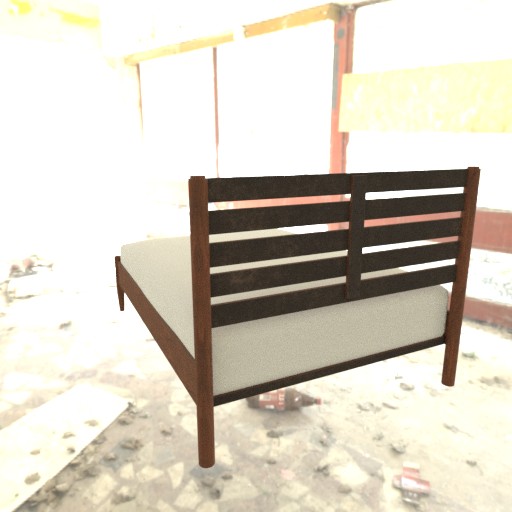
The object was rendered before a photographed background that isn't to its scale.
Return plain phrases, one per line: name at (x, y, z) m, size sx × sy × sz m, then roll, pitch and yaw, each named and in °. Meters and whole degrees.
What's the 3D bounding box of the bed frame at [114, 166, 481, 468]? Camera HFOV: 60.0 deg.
bed frame at (0.000, 0.000, 3.178) m, size 1.655 × 1.321 × 2.234 m, roll -7°, pitch 16°, yaw -25°
